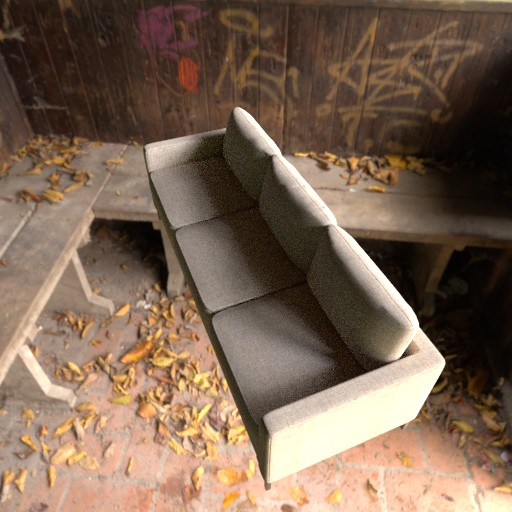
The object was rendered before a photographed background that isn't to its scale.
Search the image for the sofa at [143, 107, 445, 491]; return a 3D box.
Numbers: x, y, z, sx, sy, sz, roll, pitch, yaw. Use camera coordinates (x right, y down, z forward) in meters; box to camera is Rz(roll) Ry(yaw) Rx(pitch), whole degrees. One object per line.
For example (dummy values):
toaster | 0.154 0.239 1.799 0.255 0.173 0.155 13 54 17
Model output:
sofa | 0.000 0.000 2.638 0.859 0.874 2.218 -16 47 -16
